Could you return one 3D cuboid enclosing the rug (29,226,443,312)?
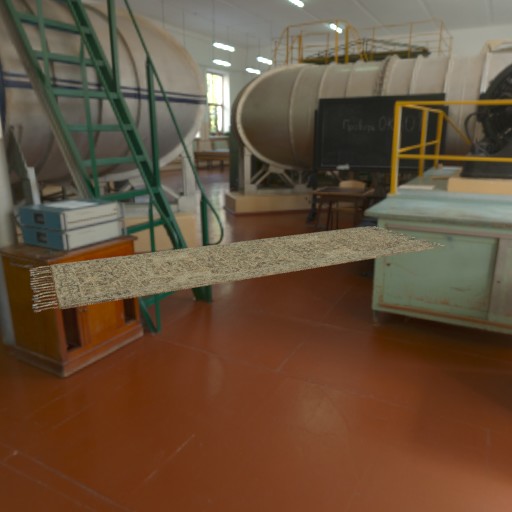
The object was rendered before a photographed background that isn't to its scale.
[{"bbox_3d":[0.000,0.000,2.911,2.664,0.011,0.762,-8,18,-26],"label":"rug"}]
